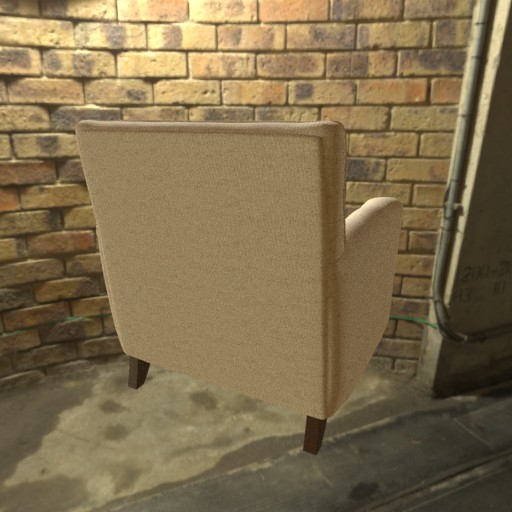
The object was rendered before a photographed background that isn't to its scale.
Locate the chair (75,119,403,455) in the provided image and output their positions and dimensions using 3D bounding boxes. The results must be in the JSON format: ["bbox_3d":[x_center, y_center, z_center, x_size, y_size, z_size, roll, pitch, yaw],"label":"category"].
[{"bbox_3d":[0.000,0.000,1.596,0.870,0.943,0.823,9,20,27],"label":"chair"}]
